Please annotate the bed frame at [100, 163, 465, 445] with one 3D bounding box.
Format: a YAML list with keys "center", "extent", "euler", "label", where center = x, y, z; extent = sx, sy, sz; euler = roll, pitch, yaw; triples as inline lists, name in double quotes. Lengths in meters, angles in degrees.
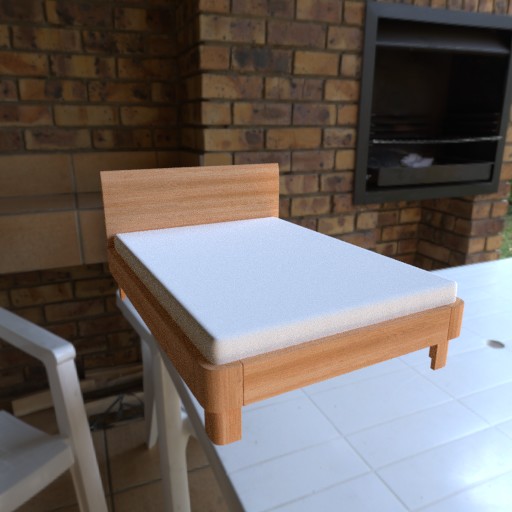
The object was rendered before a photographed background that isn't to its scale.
- center: [0.000, 0.000, 2.785]
  extent: [1.472, 0.940, 1.992]
  euler: [-9, 19, -27]
  label: "bed frame"
